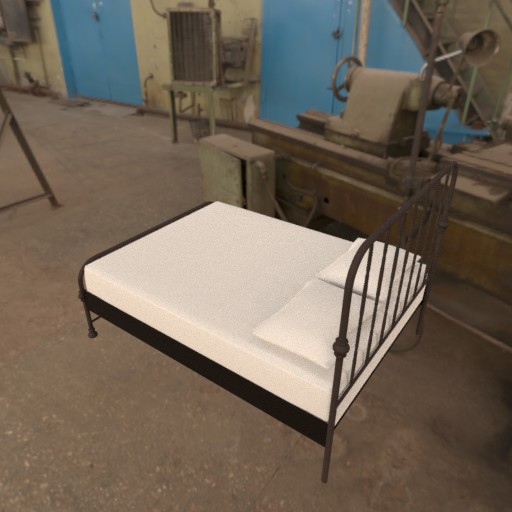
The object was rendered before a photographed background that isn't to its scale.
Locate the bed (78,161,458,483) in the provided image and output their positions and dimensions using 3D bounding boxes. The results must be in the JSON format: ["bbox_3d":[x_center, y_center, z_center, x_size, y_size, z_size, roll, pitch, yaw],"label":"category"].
[{"bbox_3d":[0.000,0.000,3.148,2.134,1.446,1.616,20,36,31],"label":"bed"}]
